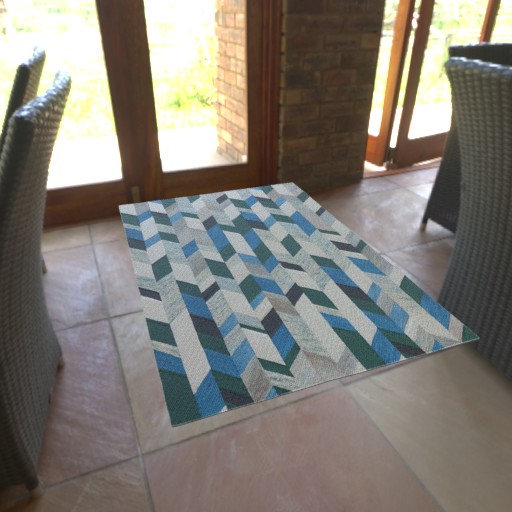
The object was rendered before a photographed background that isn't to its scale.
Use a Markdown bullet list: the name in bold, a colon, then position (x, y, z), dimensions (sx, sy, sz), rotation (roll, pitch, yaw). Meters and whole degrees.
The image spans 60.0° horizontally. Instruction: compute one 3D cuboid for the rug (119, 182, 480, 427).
- **rug**: position (0.000, 0.000, 2.299), dimensions (1.229, 0.005, 1.827), rotation (-10, 32, -17)
